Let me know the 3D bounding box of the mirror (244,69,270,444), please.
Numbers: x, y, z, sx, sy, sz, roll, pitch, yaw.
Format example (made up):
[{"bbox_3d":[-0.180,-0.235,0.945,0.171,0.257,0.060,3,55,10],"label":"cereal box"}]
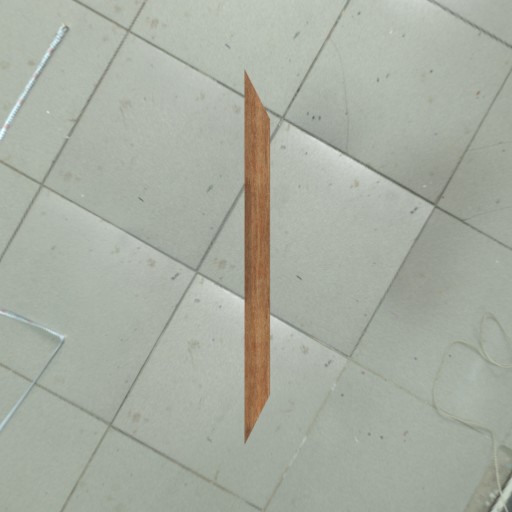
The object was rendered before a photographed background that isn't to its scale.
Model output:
[{"bbox_3d":[0.000,0.000,1.272,0.047,1.010,0.651,0,90,0],"label":"mirror"}]
